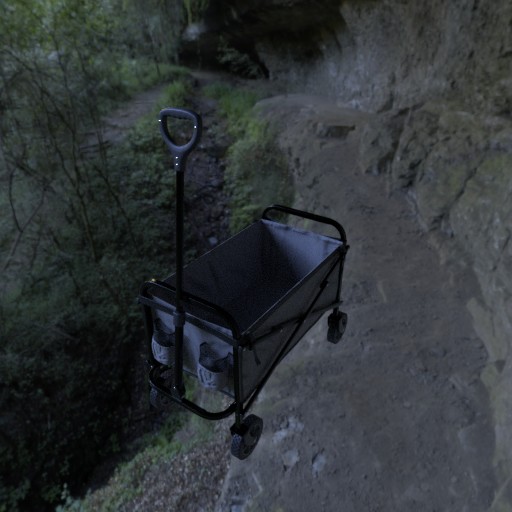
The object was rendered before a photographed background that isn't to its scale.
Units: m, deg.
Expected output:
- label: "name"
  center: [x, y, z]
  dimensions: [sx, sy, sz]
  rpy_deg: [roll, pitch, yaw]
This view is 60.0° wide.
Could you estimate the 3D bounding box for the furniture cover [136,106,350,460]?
- label: "furniture cover"
  center: [0.000, 0.000, 1.809]
  dimensions: [0.532, 1.295, 1.038]
  rpy_deg: [19, 35, 29]
